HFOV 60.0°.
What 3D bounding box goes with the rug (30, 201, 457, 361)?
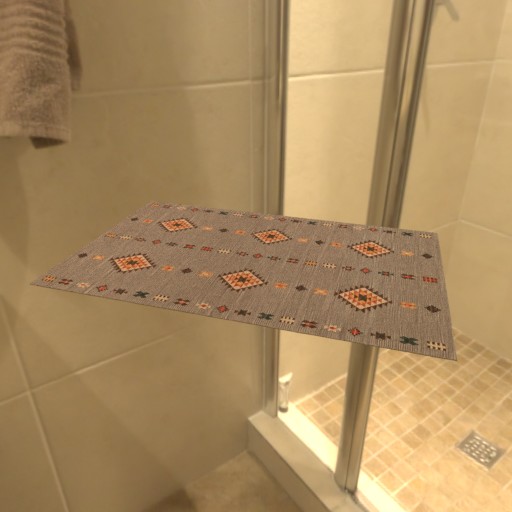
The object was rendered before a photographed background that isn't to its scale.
[{"bbox_3d":[0.000,0.000,3.033,2.427,0.007,1.515,8,28,15],"label":"rug"}]
